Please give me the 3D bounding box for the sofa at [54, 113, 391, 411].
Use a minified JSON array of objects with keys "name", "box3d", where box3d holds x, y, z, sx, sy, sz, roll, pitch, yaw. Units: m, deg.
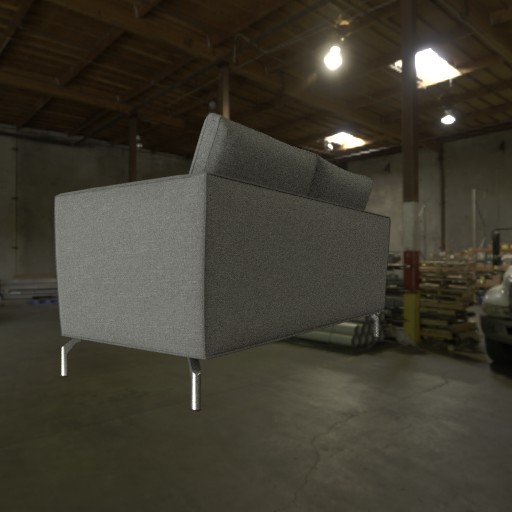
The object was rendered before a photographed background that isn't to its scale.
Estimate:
[{"name":"sofa","box3d":[0.000,0.000,2.114,0.803,0.924,1.594,0,-1,35]}]
